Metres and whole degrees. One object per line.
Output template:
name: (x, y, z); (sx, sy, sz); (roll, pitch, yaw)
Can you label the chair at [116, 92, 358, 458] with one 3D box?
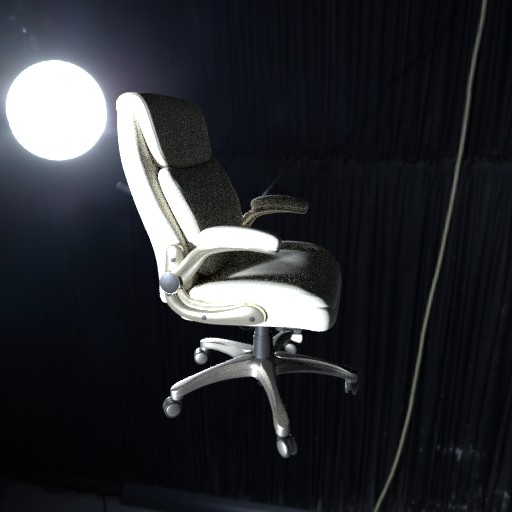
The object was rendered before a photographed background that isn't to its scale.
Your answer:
chair: (0.000, 0.000, 1.605); (0.794, 1.110, 0.740); (3, 16, 10)
